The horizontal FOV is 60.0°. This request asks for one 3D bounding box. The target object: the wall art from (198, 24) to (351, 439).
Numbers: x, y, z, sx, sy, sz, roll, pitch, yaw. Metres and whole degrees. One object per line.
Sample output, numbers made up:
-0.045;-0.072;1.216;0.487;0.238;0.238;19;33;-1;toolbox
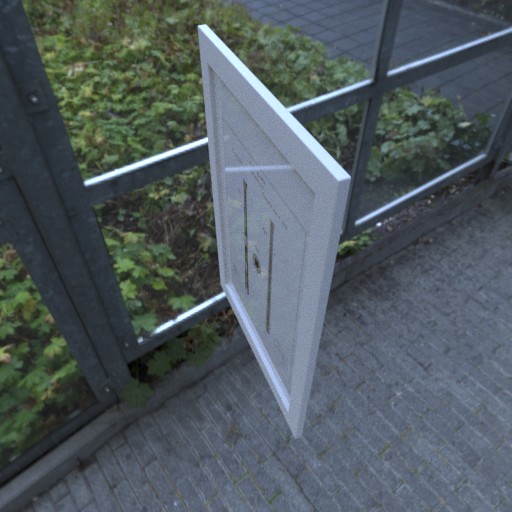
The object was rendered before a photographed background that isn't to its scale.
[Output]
0.000;0.000;0.599;0.011;0.482;0.329;-17;49;-16;wall art
